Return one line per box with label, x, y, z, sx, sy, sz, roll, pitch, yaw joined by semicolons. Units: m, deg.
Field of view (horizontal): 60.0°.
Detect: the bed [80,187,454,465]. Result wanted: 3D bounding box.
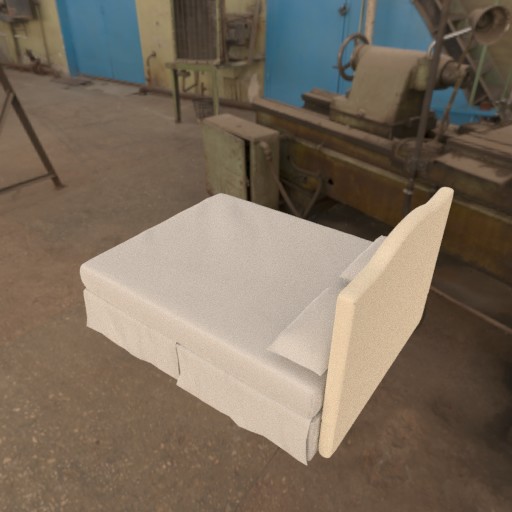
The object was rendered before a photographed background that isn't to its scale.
bed;0.000;0.000;3.721;2.477;1.437;1.977;22;38;30
